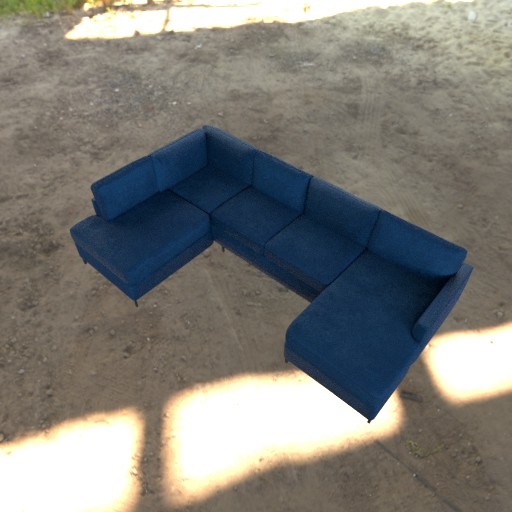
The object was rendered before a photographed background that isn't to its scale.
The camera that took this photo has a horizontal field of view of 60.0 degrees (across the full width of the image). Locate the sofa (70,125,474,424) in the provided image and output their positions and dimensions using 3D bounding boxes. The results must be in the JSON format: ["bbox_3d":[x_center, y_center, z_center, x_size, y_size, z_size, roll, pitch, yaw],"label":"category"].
[{"bbox_3d":[0.000,0.000,4.364,3.434,0.992,2.055,32,54,28],"label":"sofa"}]
